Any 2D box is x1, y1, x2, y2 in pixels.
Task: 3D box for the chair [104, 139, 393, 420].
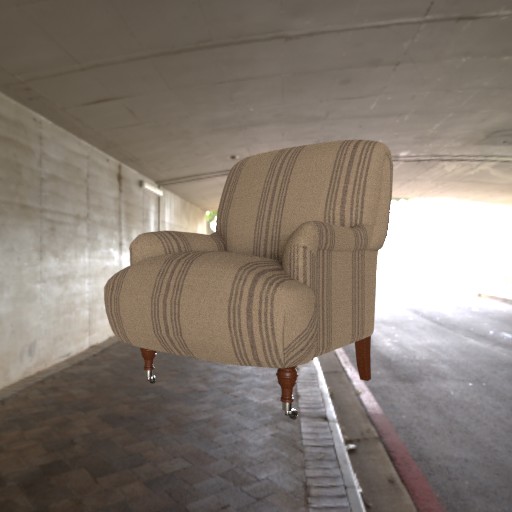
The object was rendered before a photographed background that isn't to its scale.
[{"bbox_3d":[0.000,0.000,1.656,0.813,0.940,0.914,0,0,36],"label":"chair"}]
